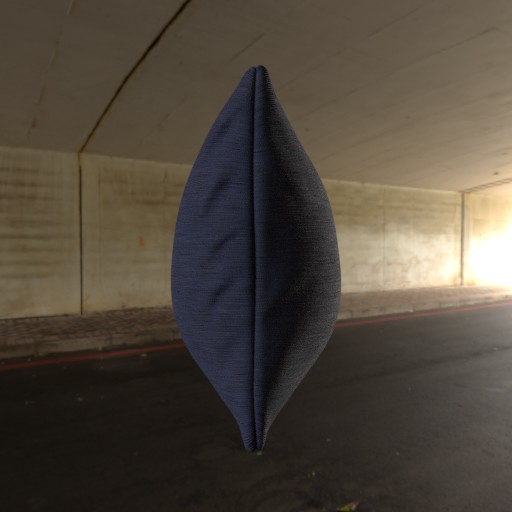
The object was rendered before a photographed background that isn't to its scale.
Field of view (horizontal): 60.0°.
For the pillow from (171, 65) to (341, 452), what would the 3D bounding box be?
[{"bbox_3d":[0.000,0.000,0.677,0.246,0.414,0.432,0,1,0],"label":"pillow"}]
